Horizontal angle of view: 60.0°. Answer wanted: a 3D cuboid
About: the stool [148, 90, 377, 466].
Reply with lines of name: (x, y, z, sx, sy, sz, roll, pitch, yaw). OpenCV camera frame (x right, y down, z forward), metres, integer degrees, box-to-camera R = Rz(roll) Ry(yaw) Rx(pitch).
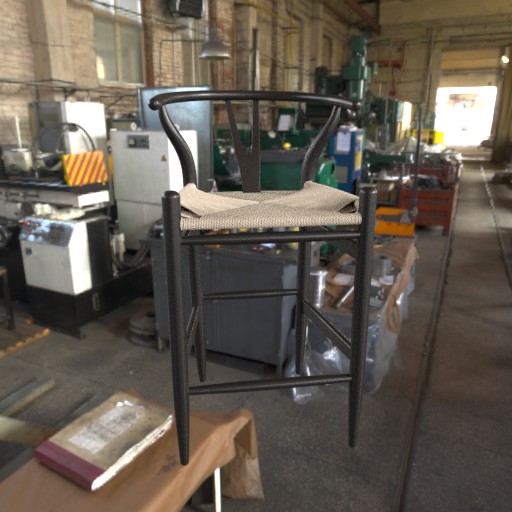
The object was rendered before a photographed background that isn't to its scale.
stool: (0.000, 0.000, 1.329, 0.569, 0.970, 0.579, -2, 17, -8)
